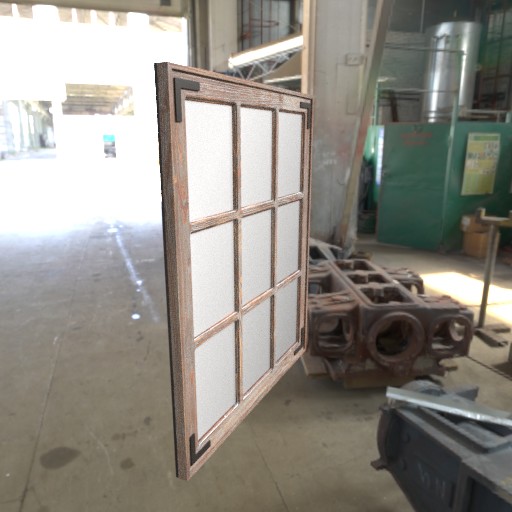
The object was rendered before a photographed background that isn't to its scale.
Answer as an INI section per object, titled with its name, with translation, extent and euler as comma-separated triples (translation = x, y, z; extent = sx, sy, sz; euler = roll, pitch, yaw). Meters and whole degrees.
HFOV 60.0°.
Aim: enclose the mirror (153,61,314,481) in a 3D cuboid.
[mirror]
translation = 0.000, 0.000, 1.210
extent = 0.032, 0.882, 0.730
euler = 8, 17, 27
